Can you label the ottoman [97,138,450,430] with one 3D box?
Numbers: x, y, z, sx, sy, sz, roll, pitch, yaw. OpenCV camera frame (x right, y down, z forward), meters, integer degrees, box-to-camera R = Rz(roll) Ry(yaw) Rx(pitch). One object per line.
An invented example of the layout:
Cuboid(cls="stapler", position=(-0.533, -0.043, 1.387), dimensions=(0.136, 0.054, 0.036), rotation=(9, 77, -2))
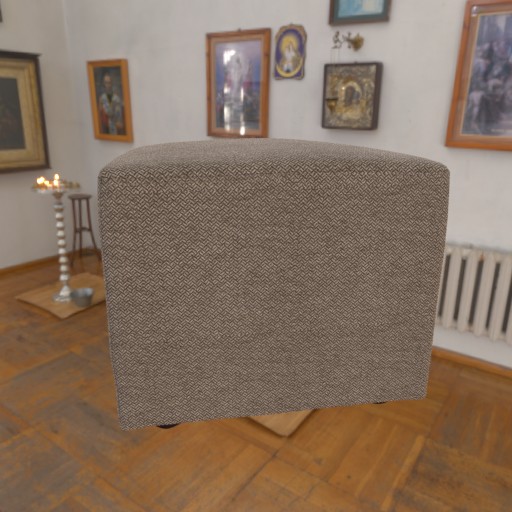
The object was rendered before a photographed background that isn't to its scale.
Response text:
Cuboid(cls="ottoman", position=(0.000, 0.000, 0.892), dimensions=(0.512, 0.453, 0.519), rotation=(-3, 17, -9))
